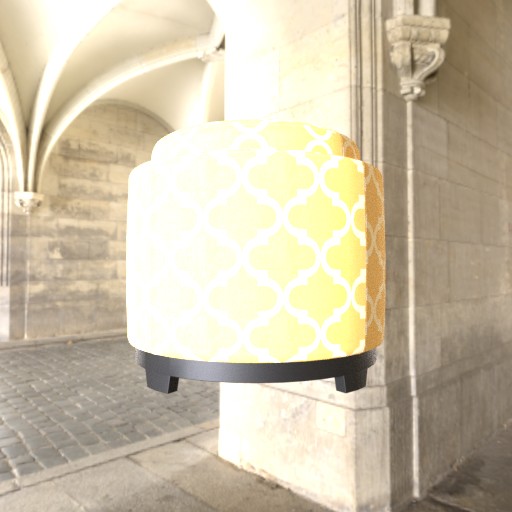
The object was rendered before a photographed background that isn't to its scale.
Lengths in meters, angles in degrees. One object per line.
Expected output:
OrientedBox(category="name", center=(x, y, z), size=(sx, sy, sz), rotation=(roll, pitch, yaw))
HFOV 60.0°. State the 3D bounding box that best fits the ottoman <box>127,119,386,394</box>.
OrientedBox(category="ottoman", center=(0.000, 0.000, 0.856), size=(0.480, 0.429, 0.480), rotation=(0, -2, 0))
